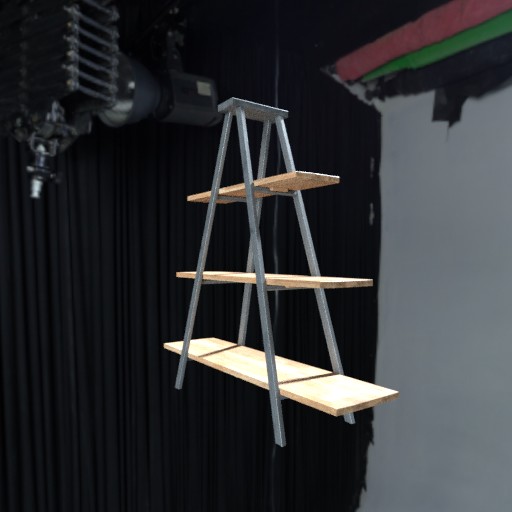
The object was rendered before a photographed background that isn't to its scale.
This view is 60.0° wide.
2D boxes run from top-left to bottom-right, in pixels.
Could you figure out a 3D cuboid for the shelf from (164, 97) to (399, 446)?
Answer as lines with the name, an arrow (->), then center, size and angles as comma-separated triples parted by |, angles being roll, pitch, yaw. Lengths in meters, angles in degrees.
shelf -> 0.000, 0.000, 2.699 | 0.508, 1.808, 1.746 | 0, 0, -36
